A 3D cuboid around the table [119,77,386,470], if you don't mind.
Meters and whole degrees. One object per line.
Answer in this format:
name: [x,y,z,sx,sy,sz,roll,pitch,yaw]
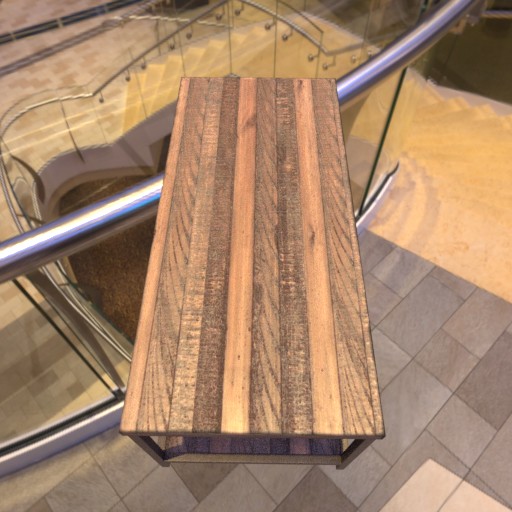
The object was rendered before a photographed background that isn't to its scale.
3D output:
table: [0.000,0.000,1.189,0.452,0.399,0.990,1,56,0]
